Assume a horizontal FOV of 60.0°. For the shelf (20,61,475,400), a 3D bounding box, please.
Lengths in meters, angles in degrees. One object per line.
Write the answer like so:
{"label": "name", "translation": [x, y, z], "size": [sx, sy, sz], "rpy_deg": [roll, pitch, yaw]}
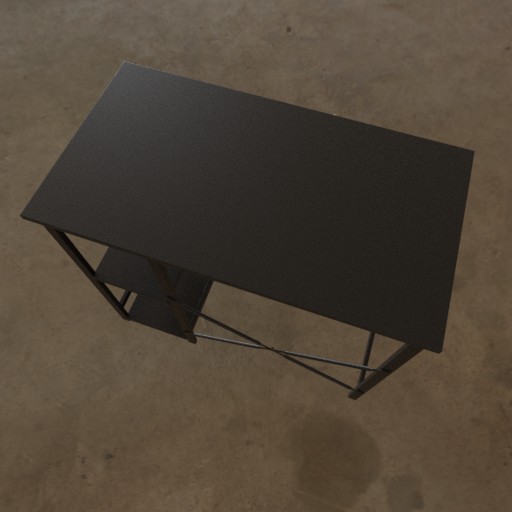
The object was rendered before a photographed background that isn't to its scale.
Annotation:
{"label": "shelf", "translation": [0.000, 0.000, 1.325], "size": [0.902, 0.749, 0.498], "rpy_deg": [17, 65, 8]}
